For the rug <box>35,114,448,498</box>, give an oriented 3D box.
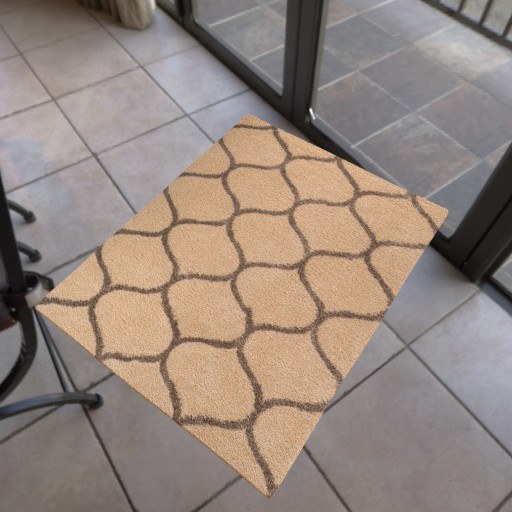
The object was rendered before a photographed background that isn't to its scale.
[{"bbox_3d":[0.000,0.000,3.960,2.399,0.026,3.000,31,62,19],"label":"rug"}]
